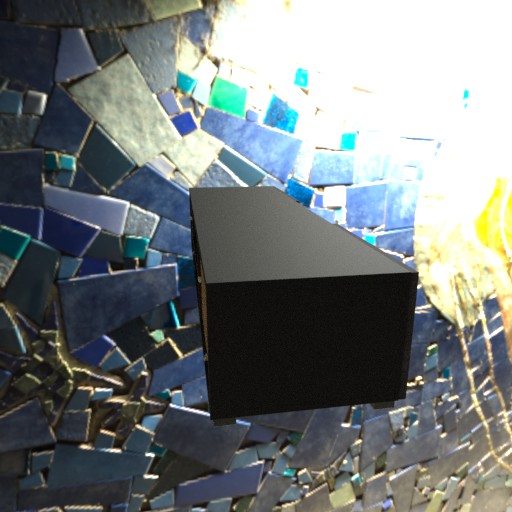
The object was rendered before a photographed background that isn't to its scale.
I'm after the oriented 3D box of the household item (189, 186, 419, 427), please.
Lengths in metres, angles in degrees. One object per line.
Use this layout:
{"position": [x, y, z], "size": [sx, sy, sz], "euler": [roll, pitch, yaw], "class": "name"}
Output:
{"position": [0.000, 0.000, 1.546], "size": [0.420, 0.310, 1.400], "euler": [-3, 16, -9], "class": "household item"}
